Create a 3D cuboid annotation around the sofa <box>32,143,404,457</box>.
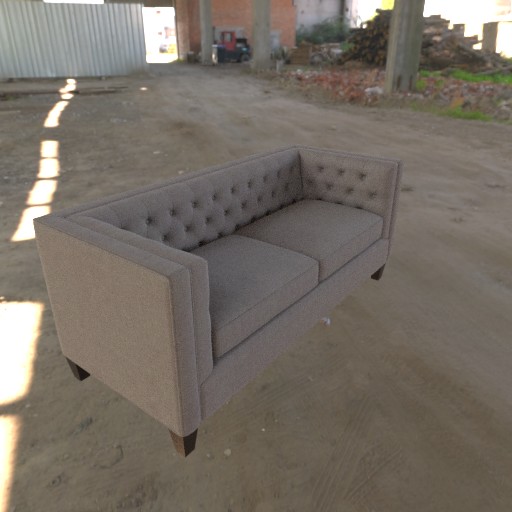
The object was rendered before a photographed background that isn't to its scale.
[{"bbox_3d":[0.000,0.000,2.240,0.775,0.762,1.778,18,31,33],"label":"sofa"}]
